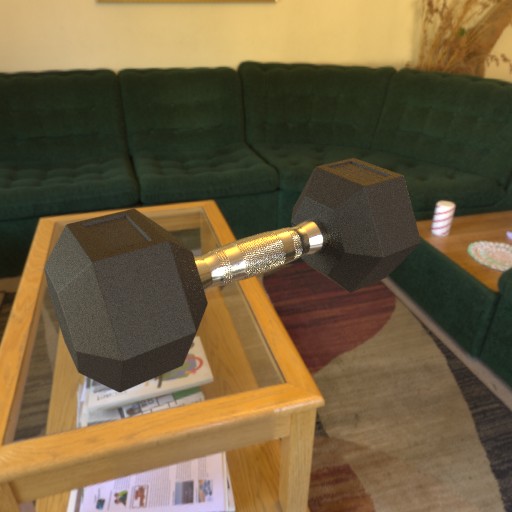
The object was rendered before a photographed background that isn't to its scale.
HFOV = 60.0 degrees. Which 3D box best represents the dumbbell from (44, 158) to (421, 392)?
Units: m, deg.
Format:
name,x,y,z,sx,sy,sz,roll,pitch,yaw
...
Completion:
name,x,y,z,sx,sy,sz,roll,pitch,yaw
dumbbell,0.000,0.000,0.353,0.297,0.101,0.116,-18,34,-29
